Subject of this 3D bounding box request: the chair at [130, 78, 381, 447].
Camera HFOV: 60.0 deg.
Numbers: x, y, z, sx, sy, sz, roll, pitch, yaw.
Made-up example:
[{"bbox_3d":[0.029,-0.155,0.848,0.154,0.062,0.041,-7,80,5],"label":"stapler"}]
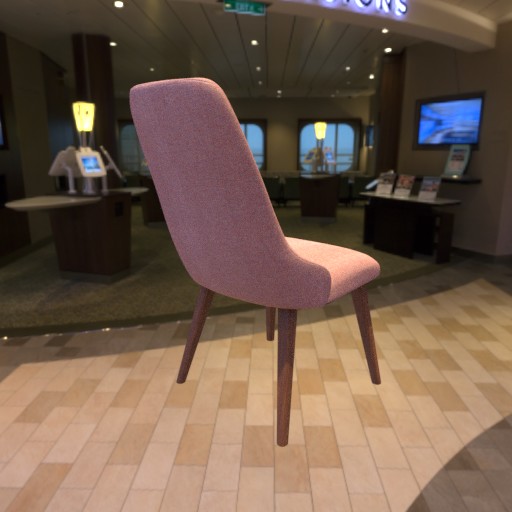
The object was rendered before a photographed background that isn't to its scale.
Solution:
[{"bbox_3d":[0.000,0.000,1.336,0.707,0.918,0.535,-13,19,-43],"label":"chair"}]
